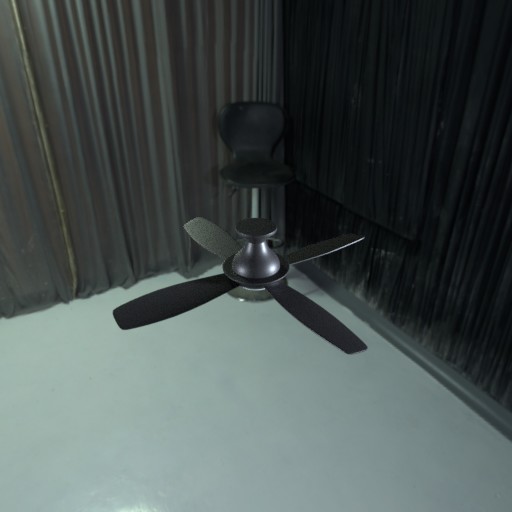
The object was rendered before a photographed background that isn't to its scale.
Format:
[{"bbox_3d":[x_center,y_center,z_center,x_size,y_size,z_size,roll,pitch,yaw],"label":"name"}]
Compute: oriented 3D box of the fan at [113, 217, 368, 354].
[{"bbox_3d":[0.000,0.000,2.576,1.694,0.382,1.694,-18,34,-29],"label":"fan"}]
